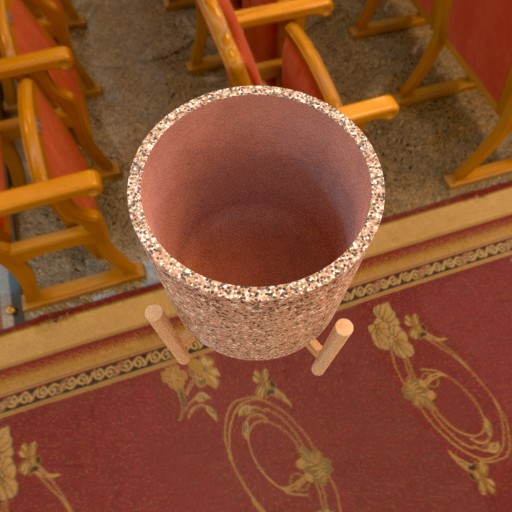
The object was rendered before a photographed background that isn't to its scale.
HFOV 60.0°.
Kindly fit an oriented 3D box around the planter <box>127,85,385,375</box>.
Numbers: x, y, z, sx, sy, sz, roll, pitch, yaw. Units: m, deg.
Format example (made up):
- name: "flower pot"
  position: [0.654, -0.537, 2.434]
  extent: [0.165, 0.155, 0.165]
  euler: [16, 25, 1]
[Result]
- name: "planter"
  position: [0.000, 0.000, 0.713]
  extent: [0.360, 0.419, 0.360]
  euler: [-16, 66, -8]
